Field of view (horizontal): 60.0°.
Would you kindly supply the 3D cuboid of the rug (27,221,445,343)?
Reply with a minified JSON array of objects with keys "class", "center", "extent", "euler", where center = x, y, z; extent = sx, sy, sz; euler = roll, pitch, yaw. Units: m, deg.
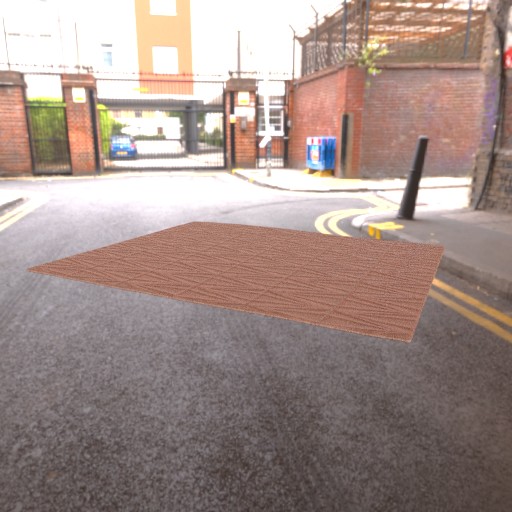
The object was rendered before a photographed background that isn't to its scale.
[{"class":"rug","center":[0.000,0.000,4.064],"extent":[3.052,0.043,2.453],"euler":[7,16,26]}]
